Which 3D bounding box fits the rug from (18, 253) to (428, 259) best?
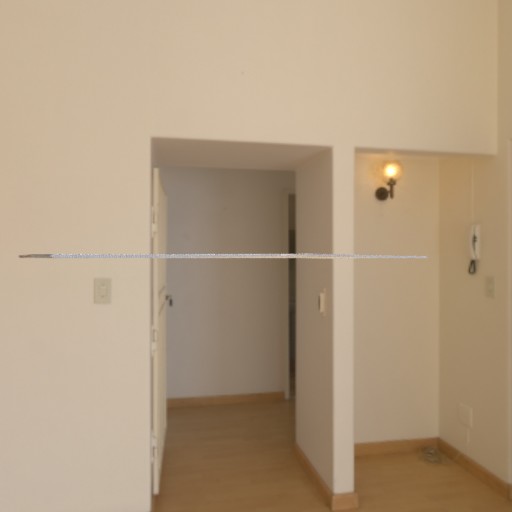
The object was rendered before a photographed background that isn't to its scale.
[{"bbox_3d":[0.000,0.000,2.524,2.320,0.032,0.692,0,0,-36],"label":"rug"}]
